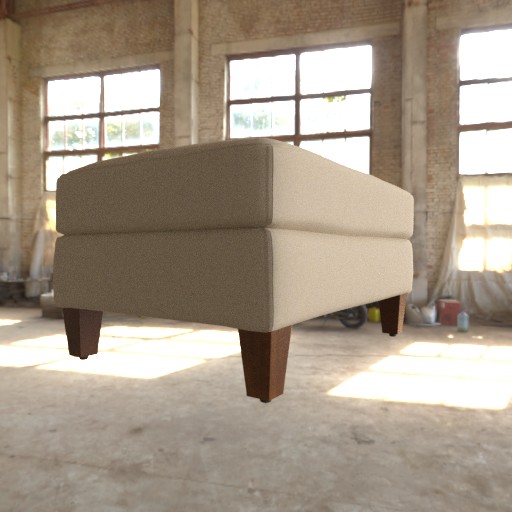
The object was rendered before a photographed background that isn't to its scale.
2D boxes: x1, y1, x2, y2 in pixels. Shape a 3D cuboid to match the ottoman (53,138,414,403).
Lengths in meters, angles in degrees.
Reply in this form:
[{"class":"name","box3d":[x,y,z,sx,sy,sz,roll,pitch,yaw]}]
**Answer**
[{"class":"ottoman","box3d":[0.000,0.000,1.189,0.634,0.485,0.818,0,1,34]}]
